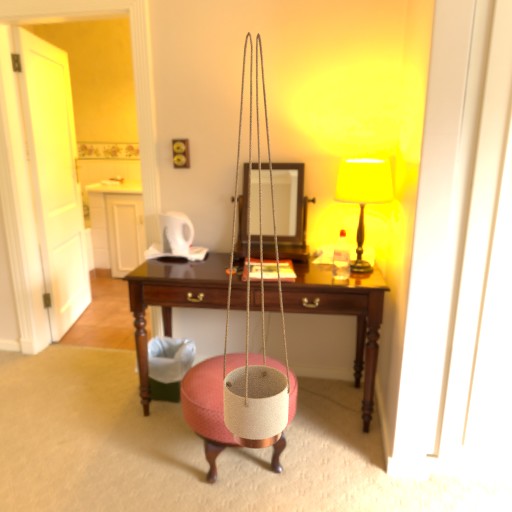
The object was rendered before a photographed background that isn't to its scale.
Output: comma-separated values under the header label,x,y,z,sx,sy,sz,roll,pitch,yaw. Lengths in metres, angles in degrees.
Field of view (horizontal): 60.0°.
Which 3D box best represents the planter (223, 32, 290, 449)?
label,x,y,z,sx,sy,sz,roll,pitch,yaw
planter,0.000,0.000,0.914,0.146,0.841,0.146,-8,17,-28
